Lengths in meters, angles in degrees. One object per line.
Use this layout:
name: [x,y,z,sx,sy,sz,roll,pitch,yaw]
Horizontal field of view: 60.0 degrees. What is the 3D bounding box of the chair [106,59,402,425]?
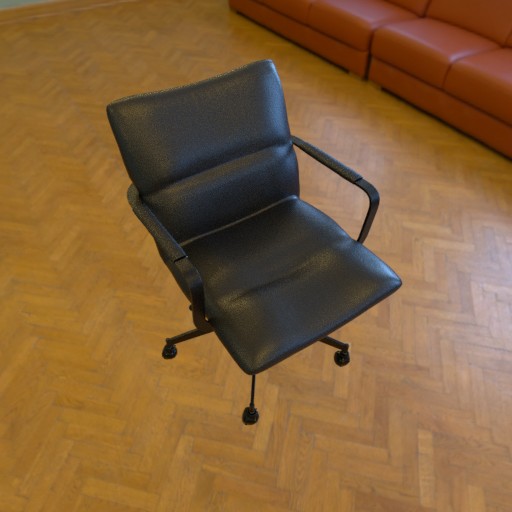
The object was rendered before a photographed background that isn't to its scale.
chair: [0.000,0.000,1.451,0.719,0.922,0.748,-25,51,-23]
